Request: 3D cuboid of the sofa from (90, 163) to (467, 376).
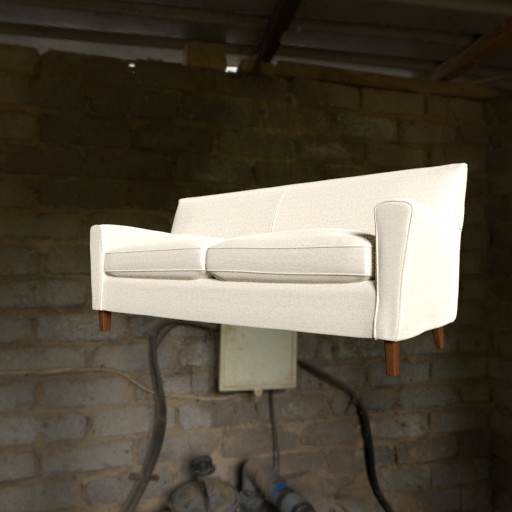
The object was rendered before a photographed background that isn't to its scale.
[{"bbox_3d":[0.000,0.000,2.444,2.001,0.907,0.841,-1,-1,37],"label":"sofa"}]
